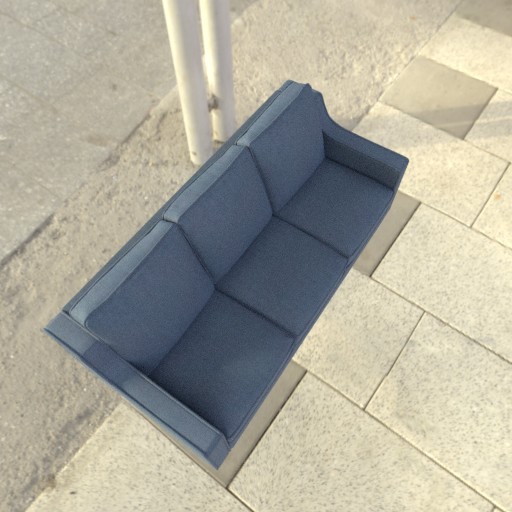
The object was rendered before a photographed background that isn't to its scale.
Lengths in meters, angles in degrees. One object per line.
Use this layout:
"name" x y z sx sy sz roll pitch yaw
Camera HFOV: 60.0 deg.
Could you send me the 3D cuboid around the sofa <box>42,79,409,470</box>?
"sofa" 0.000 0.000 2.494 0.911 0.974 1.986 31 64 17
